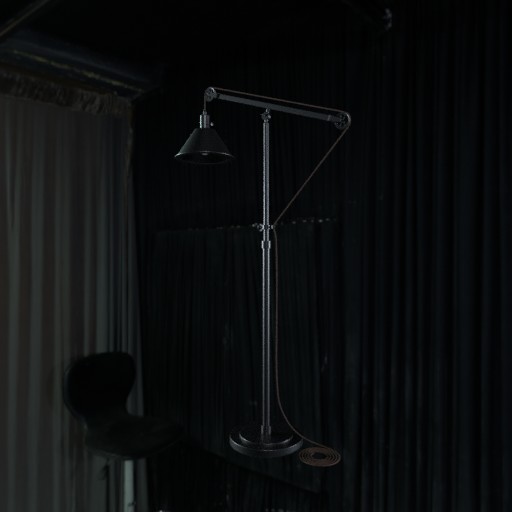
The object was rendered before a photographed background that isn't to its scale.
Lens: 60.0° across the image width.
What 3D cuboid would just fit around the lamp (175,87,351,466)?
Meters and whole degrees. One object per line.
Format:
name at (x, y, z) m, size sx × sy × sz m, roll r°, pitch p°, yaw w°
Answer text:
lamp at (0.000, 0.000, 1.978) m, size 0.904 × 1.626 × 0.319 m, roll 0°, pitch 0°, yaw 36°
